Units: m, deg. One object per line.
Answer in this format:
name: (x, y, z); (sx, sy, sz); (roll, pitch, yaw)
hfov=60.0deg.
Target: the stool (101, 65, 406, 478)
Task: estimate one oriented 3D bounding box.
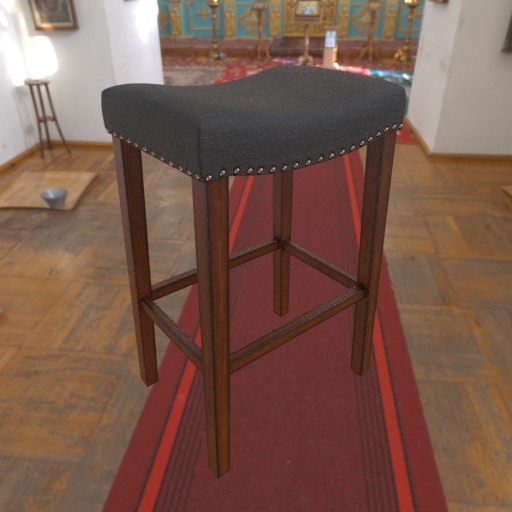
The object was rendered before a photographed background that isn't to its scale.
stool: (0.000, 0.000, 1.014); (0.502, 0.760, 0.366); (-22, 37, -33)
